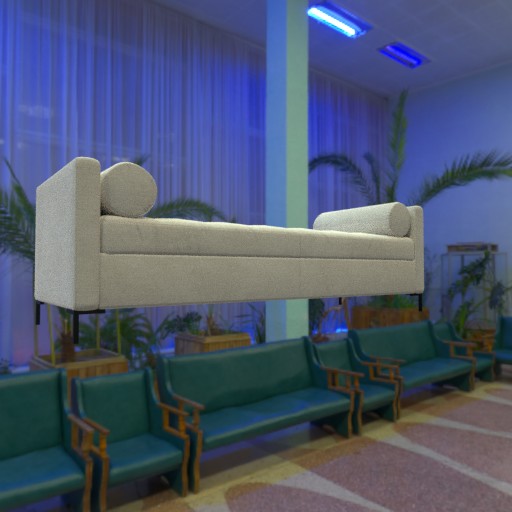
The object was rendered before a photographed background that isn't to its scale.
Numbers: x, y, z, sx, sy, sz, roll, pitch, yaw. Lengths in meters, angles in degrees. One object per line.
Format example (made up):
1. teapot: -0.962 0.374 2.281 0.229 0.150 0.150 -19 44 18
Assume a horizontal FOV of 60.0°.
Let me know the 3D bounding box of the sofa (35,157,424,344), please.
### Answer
1. sofa: 0.000 0.000 2.312 1.981 0.635 0.686 1 -2 -36
